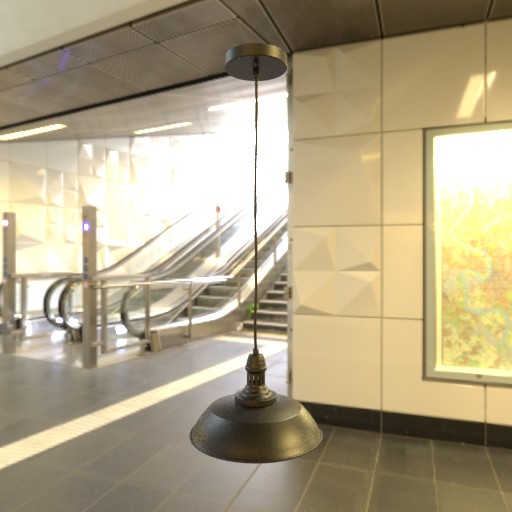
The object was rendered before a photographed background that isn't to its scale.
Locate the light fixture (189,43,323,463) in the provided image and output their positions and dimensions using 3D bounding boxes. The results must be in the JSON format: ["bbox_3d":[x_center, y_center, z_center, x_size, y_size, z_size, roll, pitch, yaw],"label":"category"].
[{"bbox_3d":[0.000,0.000,1.112,0.331,0.993,0.331,0,0,0],"label":"light fixture"}]
